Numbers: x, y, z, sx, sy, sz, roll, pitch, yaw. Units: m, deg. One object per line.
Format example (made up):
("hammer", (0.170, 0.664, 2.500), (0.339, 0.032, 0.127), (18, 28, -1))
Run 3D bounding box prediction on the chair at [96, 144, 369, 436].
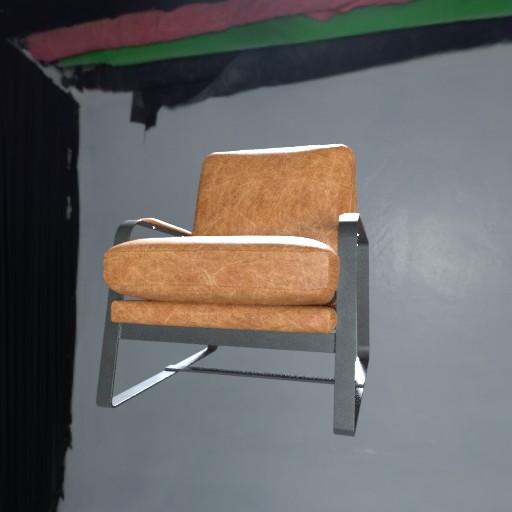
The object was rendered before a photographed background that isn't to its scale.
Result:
("chair", (0.000, 0.000, 1.369), (0.651, 0.777, 0.801), (0, 0, 17))
